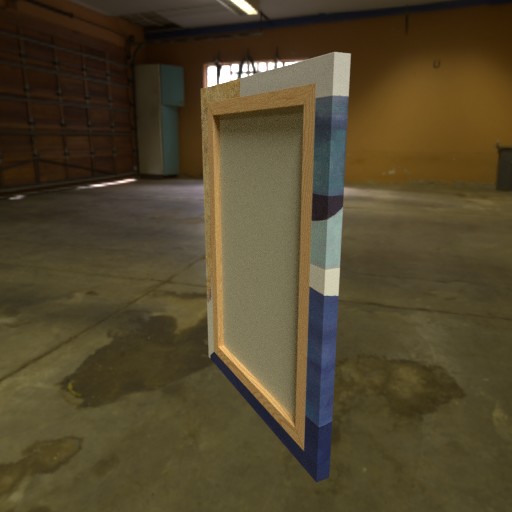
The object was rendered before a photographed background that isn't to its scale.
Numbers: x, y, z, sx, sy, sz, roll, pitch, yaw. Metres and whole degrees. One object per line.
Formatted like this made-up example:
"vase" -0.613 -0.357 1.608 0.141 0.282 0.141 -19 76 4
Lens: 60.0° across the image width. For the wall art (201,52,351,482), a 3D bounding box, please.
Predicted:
"wall art" 0.000 0.000 0.808 0.026 0.613 0.458 -8 17 -26
